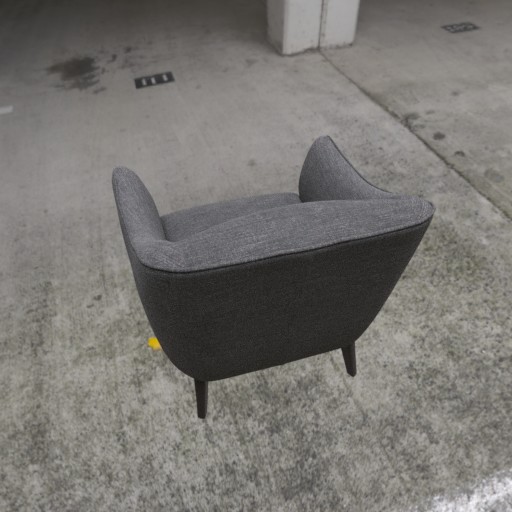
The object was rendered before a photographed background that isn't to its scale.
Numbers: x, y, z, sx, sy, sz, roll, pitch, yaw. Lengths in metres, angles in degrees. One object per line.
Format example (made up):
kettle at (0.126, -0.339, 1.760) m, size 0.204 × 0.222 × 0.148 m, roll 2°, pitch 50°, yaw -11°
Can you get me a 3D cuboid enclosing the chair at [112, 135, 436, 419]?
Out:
chair at (0.000, 0.000, 1.545) m, size 0.870 × 0.829 × 0.851 m, roll -12°, pitch 44°, yaw -12°
